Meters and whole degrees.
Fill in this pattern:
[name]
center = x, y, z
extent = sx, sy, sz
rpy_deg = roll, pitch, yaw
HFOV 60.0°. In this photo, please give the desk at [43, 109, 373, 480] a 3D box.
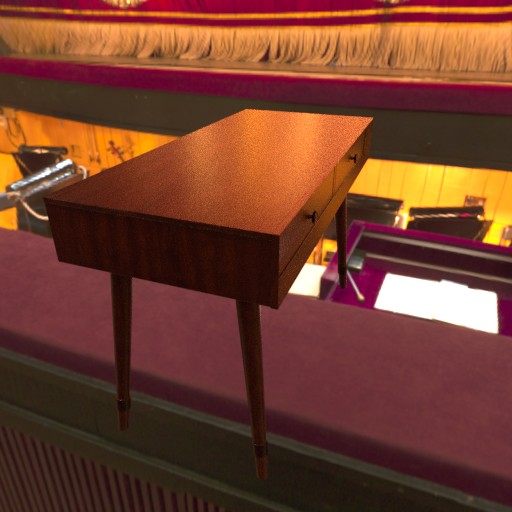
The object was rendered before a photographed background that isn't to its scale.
[desk]
center = 0.000, 0.000, 2.073
extent = 0.734, 1.031, 1.577
rpy_deg = 10, 30, 19
